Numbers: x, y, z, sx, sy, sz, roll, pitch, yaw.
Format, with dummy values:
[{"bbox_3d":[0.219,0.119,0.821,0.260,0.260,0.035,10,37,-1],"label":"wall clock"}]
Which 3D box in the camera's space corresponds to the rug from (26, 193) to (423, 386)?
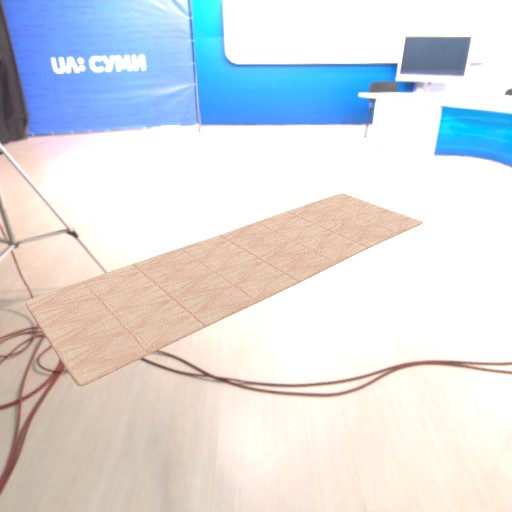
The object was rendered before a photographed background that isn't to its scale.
[{"bbox_3d":[0.000,0.000,2.673,2.435,0.015,0.760,-22,36,-34],"label":"rug"}]
